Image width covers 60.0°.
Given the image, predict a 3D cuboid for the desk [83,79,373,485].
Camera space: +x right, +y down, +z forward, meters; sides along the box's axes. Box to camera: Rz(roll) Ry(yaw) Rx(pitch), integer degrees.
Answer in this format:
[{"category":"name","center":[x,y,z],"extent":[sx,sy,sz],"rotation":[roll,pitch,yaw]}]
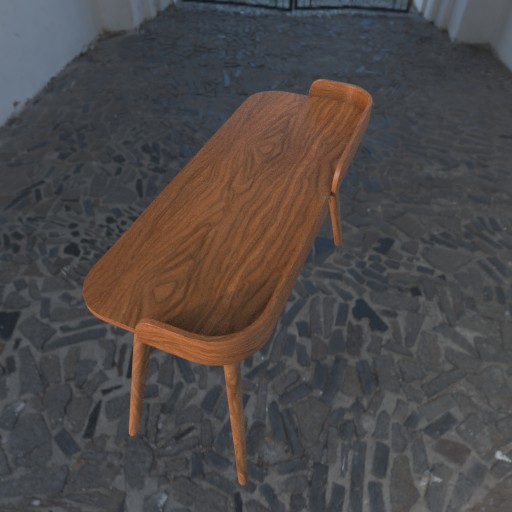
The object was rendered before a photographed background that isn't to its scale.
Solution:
[{"category":"desk","center":[0.000,0.000,1.611],"extent":[0.486,0.800,1.256],"rotation":[16,48,15]}]
